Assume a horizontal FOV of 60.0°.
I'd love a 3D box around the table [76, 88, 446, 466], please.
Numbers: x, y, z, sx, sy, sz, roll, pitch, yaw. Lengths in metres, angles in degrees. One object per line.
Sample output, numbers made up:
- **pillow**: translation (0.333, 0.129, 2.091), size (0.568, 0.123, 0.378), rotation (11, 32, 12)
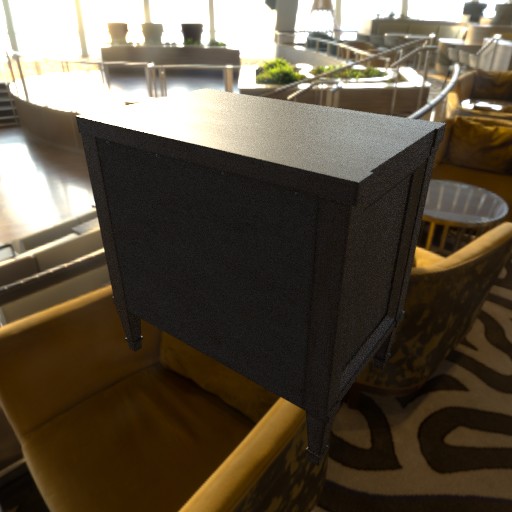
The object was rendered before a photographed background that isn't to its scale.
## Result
- **table**: translation (0.000, 0.000, 1.091), size (0.660, 0.660, 0.413), rotation (21, 36, 31)
